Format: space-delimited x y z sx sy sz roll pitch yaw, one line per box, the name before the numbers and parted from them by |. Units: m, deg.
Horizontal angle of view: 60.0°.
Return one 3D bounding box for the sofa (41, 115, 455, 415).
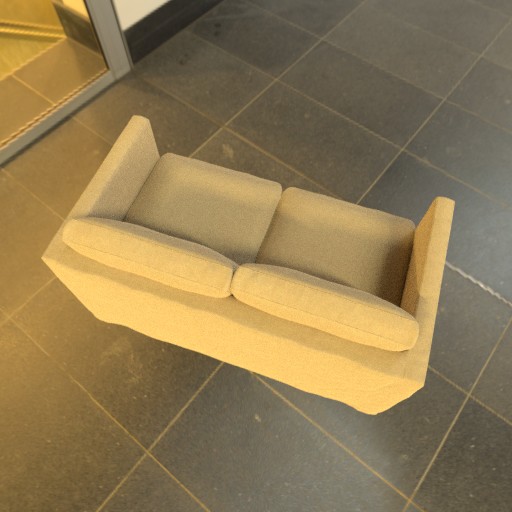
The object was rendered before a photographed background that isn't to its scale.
sofa | 0.000 0.000 2.276 1.719 0.835 0.962 17 63 9
